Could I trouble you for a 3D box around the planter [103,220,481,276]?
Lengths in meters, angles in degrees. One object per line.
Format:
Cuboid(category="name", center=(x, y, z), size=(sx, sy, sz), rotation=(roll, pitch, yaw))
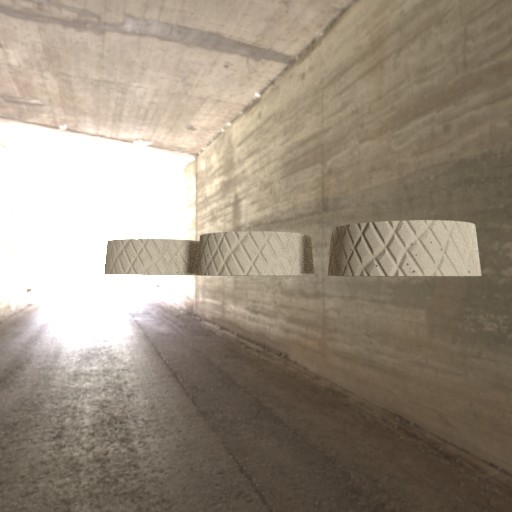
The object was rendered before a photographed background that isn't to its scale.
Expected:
Cuboid(category="planter", center=(0.000, 0.000, 0.428), size=(0.390, 0.038, 0.114), rotation=(-2, -3, 34))
